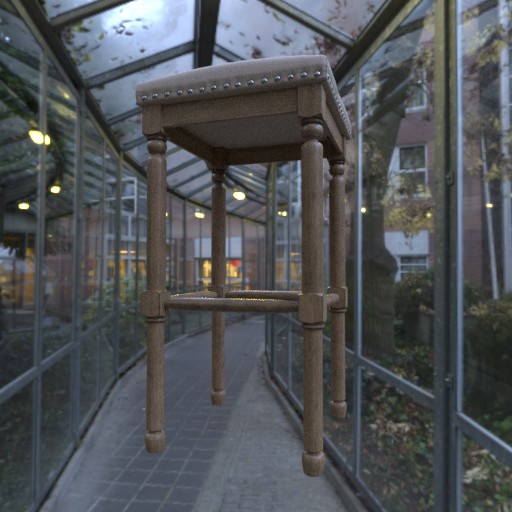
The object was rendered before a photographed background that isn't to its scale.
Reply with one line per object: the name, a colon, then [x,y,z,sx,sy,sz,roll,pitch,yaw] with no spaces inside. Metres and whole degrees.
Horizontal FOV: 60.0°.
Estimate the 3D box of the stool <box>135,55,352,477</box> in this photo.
stool: [0.000,0.000,0.983,0.383,0.768,0.382,-1,-2,18]
